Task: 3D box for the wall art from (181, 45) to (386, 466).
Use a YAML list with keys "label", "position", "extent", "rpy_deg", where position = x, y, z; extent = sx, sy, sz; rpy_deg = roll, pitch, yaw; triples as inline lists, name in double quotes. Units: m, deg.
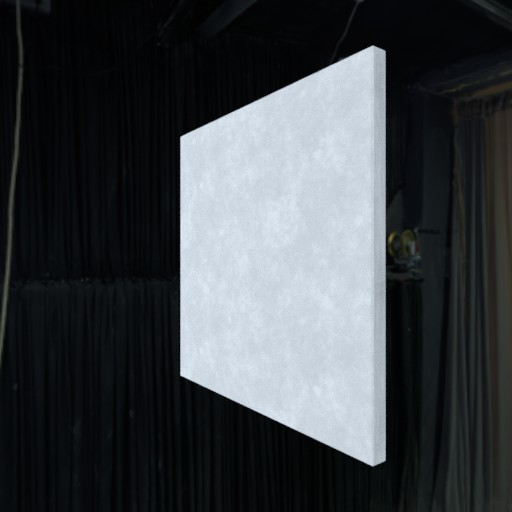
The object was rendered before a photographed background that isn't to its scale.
- label: "wall art"
  position: [0.000, 0.000, 0.444]
  extent: [0.015, 0.303, 0.303]
  rpy_deg: [0, 0, -36]
